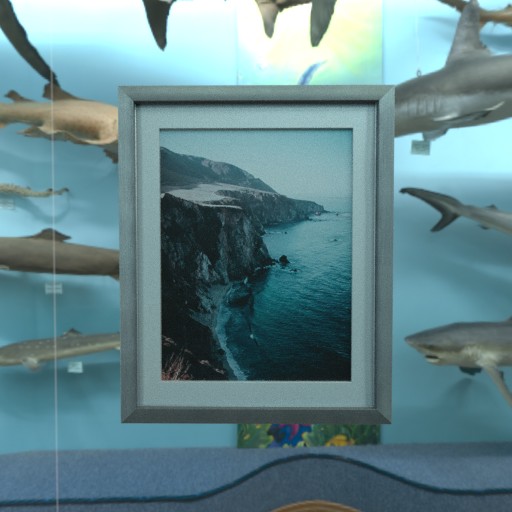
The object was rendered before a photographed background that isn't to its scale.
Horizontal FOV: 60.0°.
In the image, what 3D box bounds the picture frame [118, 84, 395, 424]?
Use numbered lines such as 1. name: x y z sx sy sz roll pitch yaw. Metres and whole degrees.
1. picture frame: 0.000 0.000 0.749 0.449 0.555 0.046 0 2 1
